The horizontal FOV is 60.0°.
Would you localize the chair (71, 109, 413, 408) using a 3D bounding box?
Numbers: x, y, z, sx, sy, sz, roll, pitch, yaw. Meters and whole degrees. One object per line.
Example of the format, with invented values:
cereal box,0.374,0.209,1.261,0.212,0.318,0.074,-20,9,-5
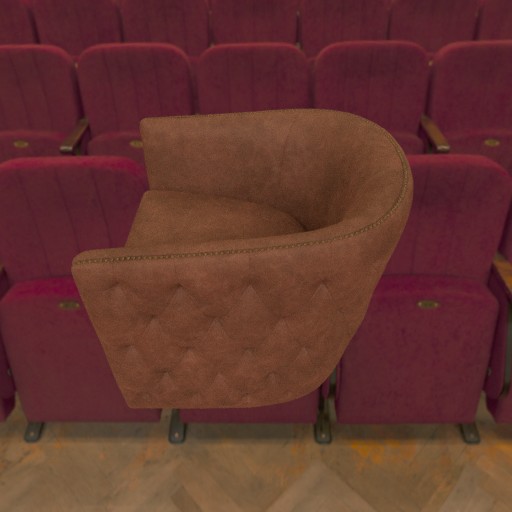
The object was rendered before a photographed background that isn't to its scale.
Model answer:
chair,0.000,0.000,1.525,0.870,0.790,0.850,0,41,0
